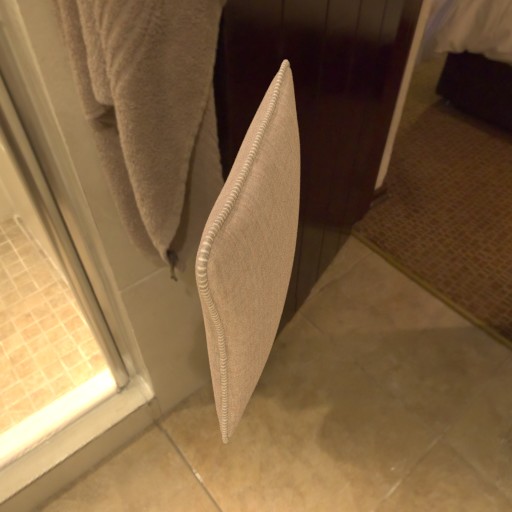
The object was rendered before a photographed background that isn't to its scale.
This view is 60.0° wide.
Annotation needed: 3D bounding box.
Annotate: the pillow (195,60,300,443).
[{"bbox_3d":[0.000,0.000,0.759,0.124,0.494,0.485,10,48,9],"label":"pillow"}]
